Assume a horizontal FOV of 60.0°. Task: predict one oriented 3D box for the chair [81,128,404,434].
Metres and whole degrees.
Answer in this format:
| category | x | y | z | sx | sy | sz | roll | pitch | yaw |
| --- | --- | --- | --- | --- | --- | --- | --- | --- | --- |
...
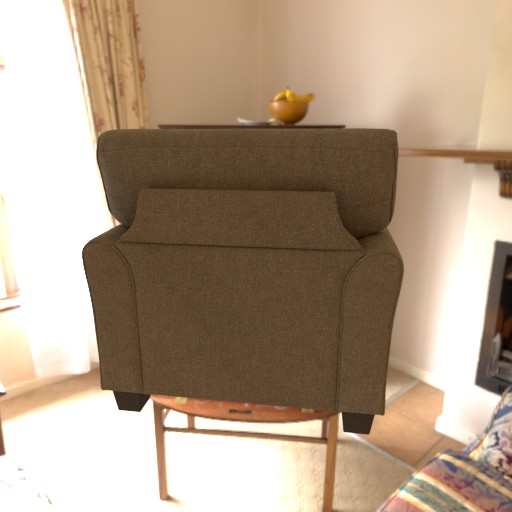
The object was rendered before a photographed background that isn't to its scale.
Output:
| category | x | y | z | sx | sy | sz | roll | pitch | yaw |
| --- | --- | --- | --- | --- | --- | --- | --- | --- | --- |
| chair | 0.000 | 0.000 | 1.624 | 0.941 | 0.890 | 0.816 | 2 | 15 | 9 |
